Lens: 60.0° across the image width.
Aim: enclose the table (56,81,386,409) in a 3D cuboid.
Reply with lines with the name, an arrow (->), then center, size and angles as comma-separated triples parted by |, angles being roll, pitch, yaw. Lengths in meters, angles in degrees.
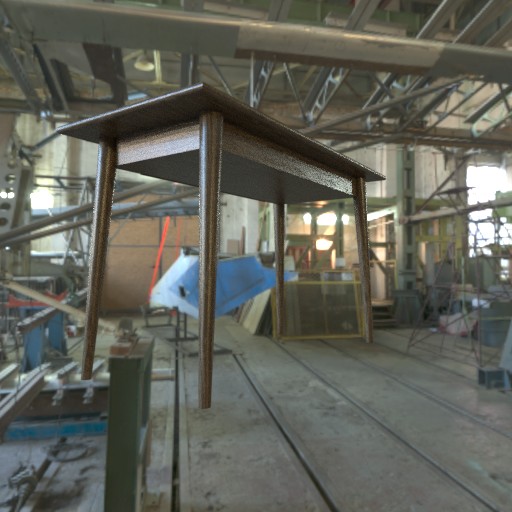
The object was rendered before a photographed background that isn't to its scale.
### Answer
table -> 0.000, 0.000, 1.719 | 0.599, 0.780, 1.300 | -1, -2, 35
